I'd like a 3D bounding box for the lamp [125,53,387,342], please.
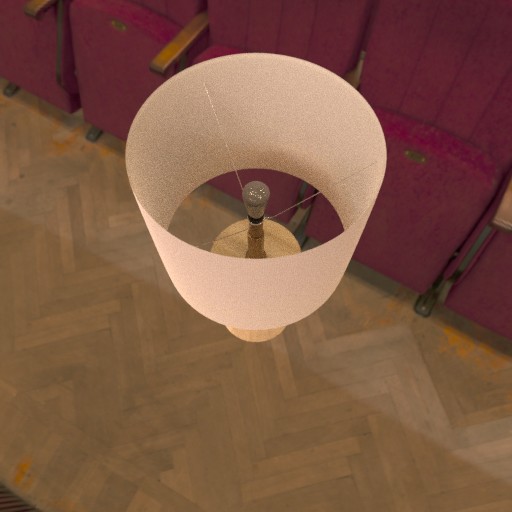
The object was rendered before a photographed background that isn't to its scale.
[{"bbox_3d":[0.000,0.000,0.585,0.228,0.444,0.228,29,67,13],"label":"lamp"}]
